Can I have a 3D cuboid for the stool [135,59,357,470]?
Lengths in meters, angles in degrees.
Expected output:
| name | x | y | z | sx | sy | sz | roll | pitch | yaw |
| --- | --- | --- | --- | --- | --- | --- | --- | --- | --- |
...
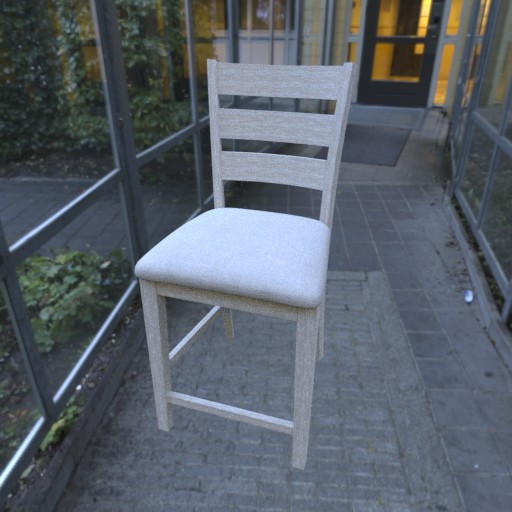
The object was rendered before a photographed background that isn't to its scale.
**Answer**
| name | x | y | z | sx | sy | sz | roll | pitch | yaw |
| --- | --- | --- | --- | --- | --- | --- | --- | --- | --- |
| stool | 0.000 | 0.000 | 1.312 | 0.484 | 1.032 | 0.569 | 9 | 29 | 16 |
